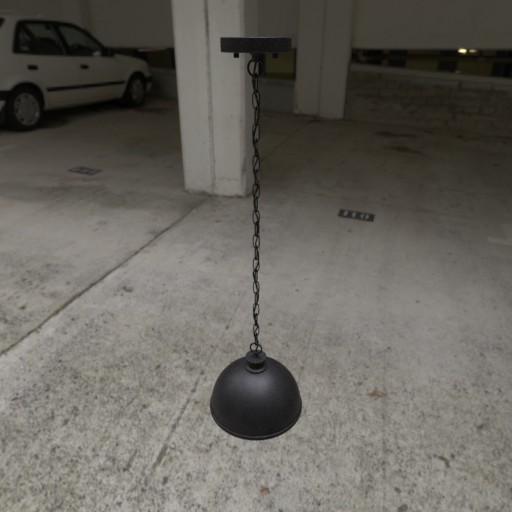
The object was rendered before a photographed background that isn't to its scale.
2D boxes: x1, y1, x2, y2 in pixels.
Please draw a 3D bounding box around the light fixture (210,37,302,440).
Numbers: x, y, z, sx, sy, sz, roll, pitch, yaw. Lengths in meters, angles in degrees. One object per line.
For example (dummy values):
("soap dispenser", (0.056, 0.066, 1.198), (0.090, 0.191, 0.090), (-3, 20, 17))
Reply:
("light fixture", (0.000, 0.000, 1.231), (0.304, 1.090, 0.304), (8, 27, 16))
